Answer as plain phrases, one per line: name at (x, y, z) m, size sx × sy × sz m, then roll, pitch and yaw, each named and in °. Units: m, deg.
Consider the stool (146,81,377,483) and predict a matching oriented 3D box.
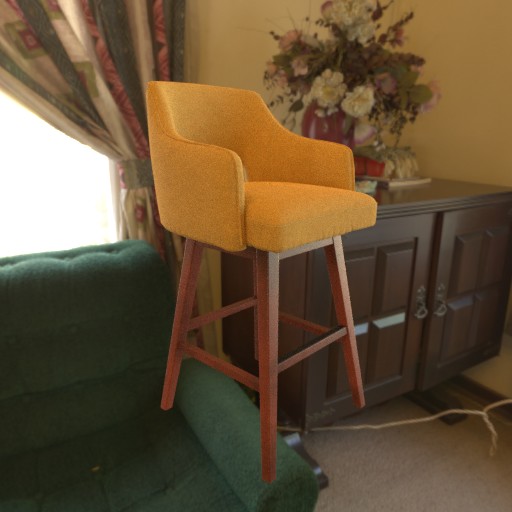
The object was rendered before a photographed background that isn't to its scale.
stool at (0.000, 0.000, 1.343) m, size 0.558 × 1.012 × 0.548 m, roll 14°, pitch 21°, yaw 42°
